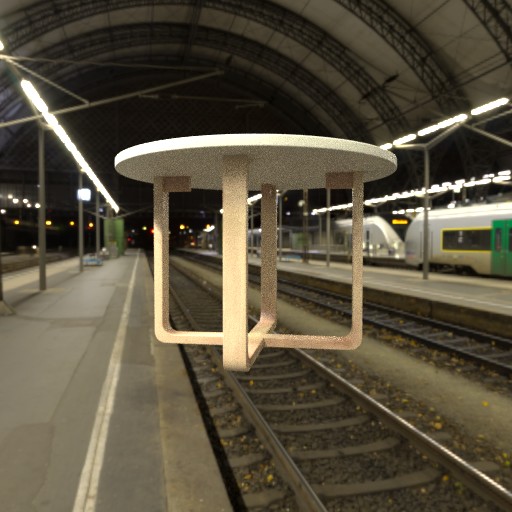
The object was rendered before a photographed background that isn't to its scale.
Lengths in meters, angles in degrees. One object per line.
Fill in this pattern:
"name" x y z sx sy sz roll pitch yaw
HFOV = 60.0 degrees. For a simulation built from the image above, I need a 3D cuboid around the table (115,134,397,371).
"table" 0.000 0.000 0.996 0.600 0.400 0.600 0 2 0
